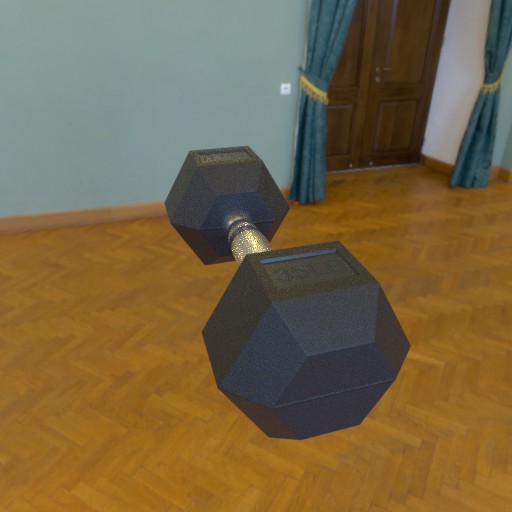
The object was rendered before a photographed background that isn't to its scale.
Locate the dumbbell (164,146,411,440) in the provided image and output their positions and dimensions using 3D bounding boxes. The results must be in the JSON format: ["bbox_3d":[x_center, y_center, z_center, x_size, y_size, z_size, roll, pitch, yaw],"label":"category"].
[{"bbox_3d":[0.000,0.000,0.426,0.141,0.123,0.356,-8,31,-14],"label":"dumbbell"}]
